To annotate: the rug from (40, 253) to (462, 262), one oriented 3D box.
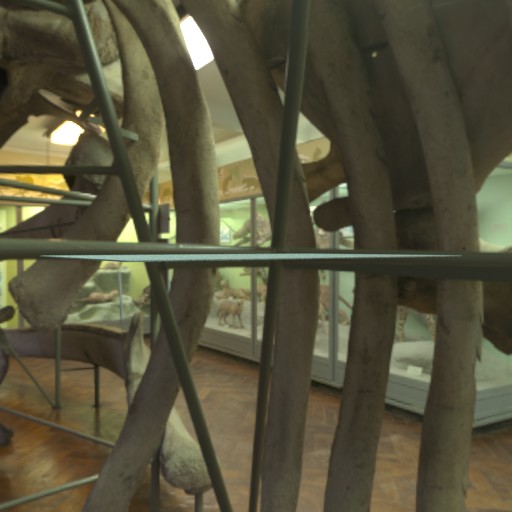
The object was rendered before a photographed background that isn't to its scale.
[{"bbox_3d":[0.000,0.000,2.882,2.286,0.006,1.522,-1,1,-36],"label":"rug"}]
